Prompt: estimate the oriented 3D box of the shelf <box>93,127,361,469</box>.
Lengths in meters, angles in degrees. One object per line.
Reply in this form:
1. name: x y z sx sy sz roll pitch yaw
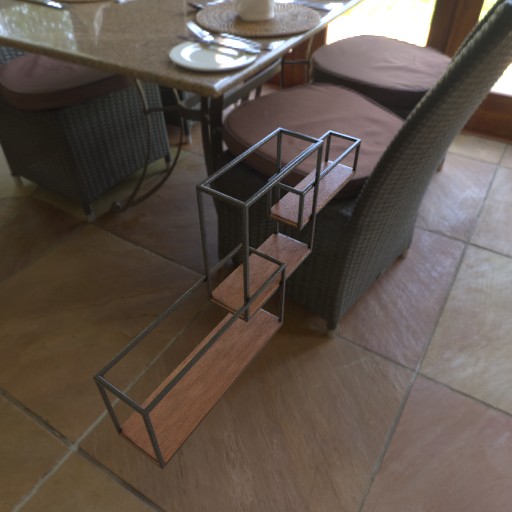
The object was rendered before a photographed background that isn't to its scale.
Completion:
1. shelf: 0.000 0.000 2.145 0.275 0.972 1.781 25 48 25
